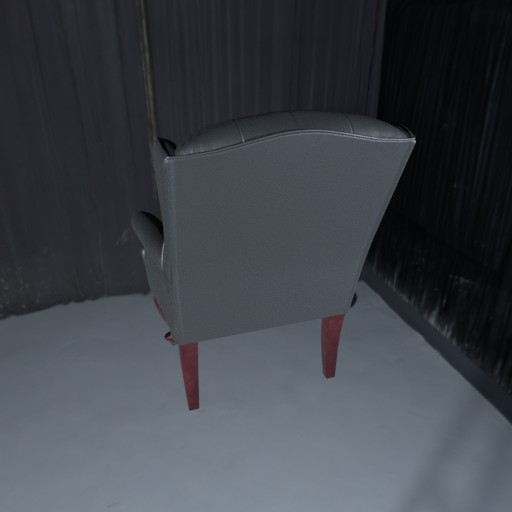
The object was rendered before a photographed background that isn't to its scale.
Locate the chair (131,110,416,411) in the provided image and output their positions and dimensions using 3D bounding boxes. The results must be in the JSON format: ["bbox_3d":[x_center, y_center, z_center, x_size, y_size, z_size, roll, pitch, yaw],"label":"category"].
[{"bbox_3d":[0.000,0.000,1.625,0.838,1.111,0.762,-8,28,-16],"label":"chair"}]
